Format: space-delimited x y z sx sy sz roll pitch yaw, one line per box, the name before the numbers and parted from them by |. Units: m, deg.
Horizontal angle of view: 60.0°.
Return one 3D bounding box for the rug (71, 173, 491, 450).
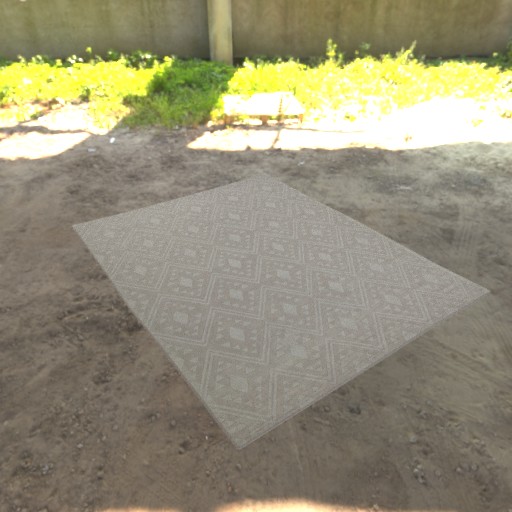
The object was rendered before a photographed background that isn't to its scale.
rug | 0.000 0.000 3.939 2.399 0.054 3.011 -21 38 -29
